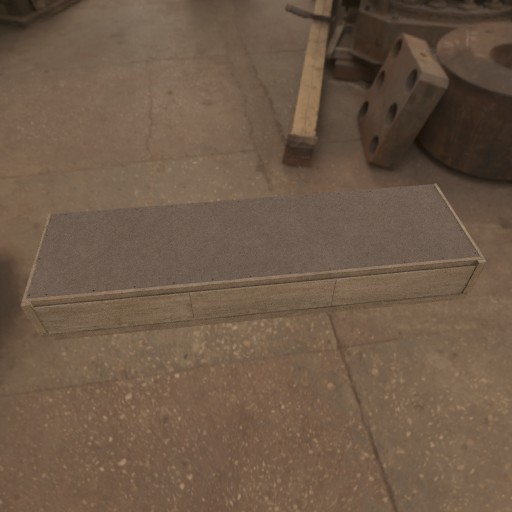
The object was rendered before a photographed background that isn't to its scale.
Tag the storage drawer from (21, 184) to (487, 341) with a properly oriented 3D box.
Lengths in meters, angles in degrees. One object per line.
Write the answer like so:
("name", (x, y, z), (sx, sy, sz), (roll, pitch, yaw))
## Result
("storage drawer", (0.000, 0.000, 2.254), (2.072, 0.274, 0.591), (-5, 47, -5))
